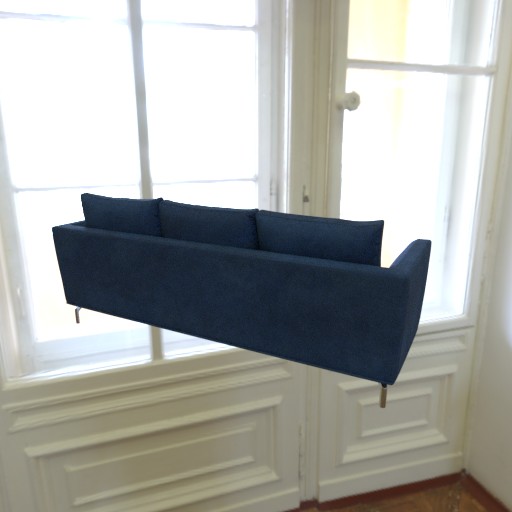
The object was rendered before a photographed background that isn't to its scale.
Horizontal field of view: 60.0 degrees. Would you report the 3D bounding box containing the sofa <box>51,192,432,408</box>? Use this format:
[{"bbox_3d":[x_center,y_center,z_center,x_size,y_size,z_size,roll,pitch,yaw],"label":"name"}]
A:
[{"bbox_3d":[0.000,0.000,3.330,2.438,0.987,1.622,8,17,27],"label":"sofa"}]
